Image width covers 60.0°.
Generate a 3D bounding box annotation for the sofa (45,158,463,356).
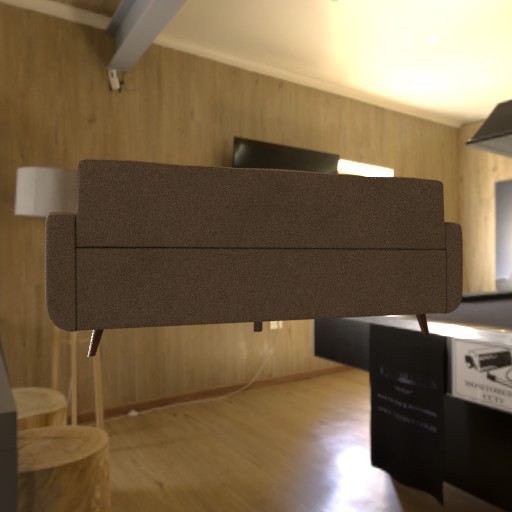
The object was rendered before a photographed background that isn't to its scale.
[{"bbox_3d":[0.000,0.000,2.476,2.029,0.841,0.909,0,0,-17],"label":"sofa"}]
